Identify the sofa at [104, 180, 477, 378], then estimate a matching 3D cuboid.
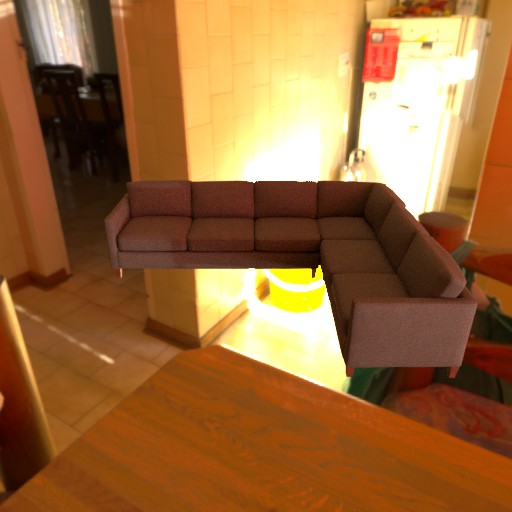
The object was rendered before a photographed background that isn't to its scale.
[{"bbox_3d":[0.000,0.000,4.480,3.302,0.947,2.593,0,27,1],"label":"sofa"}]
